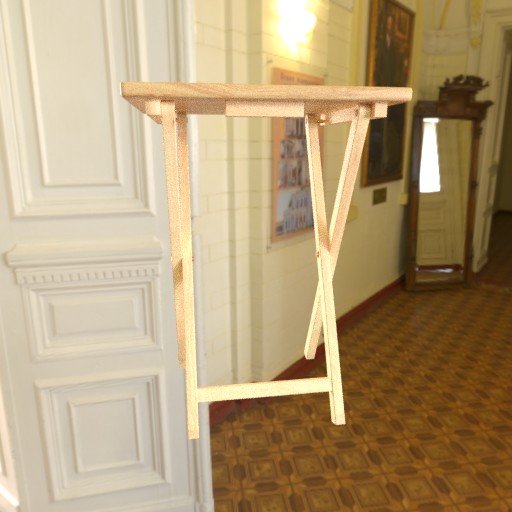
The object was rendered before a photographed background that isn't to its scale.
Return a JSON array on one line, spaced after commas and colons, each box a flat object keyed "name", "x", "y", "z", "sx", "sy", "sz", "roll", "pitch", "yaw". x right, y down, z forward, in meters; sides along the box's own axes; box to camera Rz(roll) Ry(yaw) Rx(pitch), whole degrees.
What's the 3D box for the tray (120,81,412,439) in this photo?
[{"name": "tray", "x": 0.000, "y": 0.000, "z": 0.973, "sx": 0.483, "sy": 0.660, "sz": 0.381, "roll": -2, "pitch": 14, "yaw": -9}]
